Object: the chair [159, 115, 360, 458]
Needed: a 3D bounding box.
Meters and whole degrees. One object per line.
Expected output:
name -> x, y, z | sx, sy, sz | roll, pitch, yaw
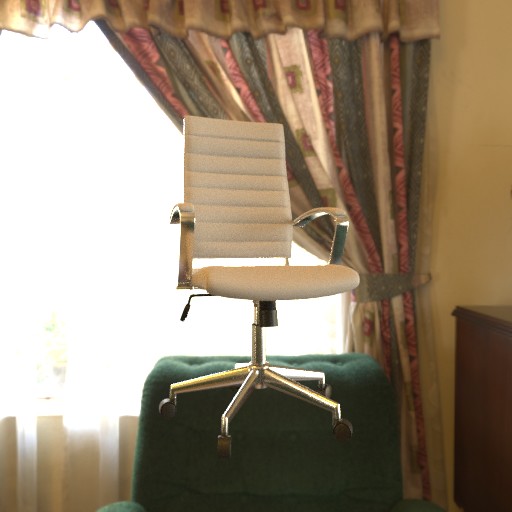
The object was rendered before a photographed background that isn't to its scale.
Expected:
chair -> 0.000, 0.000, 1.607 | 0.679, 1.149, 0.667 | 0, 1, -17
